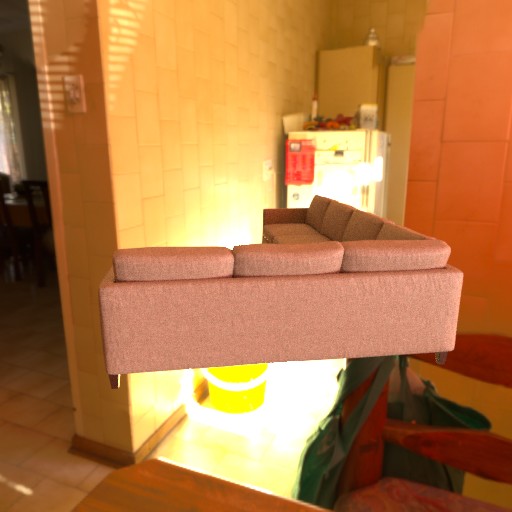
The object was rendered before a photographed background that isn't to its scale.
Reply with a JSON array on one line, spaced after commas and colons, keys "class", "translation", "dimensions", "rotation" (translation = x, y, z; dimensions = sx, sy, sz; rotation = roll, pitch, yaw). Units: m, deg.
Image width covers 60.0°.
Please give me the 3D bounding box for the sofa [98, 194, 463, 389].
[{"class": "sofa", "translation": [0.000, 0.000, 4.554], "dimensions": [2.522, 0.934, 3.333], "rotation": [-2, 14, -8]}]
